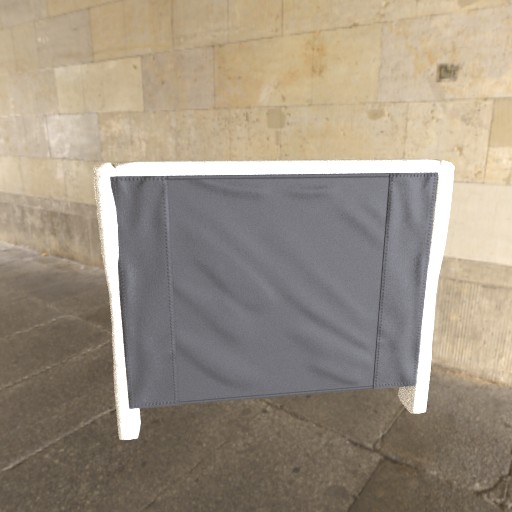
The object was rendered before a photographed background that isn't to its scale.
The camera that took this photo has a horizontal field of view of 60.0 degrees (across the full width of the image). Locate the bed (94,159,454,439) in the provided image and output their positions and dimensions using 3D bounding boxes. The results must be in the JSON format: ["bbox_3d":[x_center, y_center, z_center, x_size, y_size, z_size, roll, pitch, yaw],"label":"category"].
[{"bbox_3d":[0.000,0.000,3.906,2.219,1.771,2.347,-2,16,-8],"label":"bed"}]
